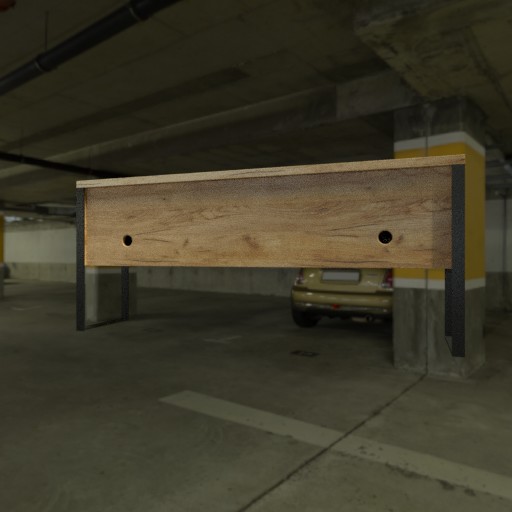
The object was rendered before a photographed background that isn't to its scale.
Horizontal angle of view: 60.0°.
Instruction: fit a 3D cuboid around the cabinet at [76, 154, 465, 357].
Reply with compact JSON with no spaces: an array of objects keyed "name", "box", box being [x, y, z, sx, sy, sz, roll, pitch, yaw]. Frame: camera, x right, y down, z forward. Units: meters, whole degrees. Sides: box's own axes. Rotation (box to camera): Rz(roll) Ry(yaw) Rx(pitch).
[{"name":"cabinet","box":[0.000,0.000,2.147,1.800,0.762,0.395,0,0,19]}]
